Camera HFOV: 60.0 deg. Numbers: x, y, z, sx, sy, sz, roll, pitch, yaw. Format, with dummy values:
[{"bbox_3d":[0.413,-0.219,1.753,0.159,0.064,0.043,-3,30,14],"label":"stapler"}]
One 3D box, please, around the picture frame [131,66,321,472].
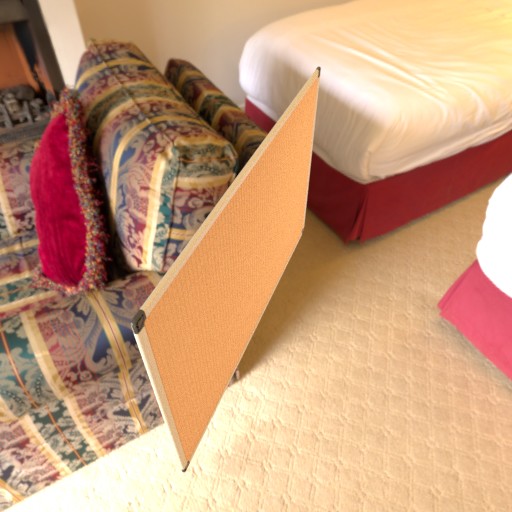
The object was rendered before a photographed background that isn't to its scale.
[{"bbox_3d":[0.000,0.000,1.109,0.010,0.600,0.900,16,48,15],"label":"picture frame"}]
